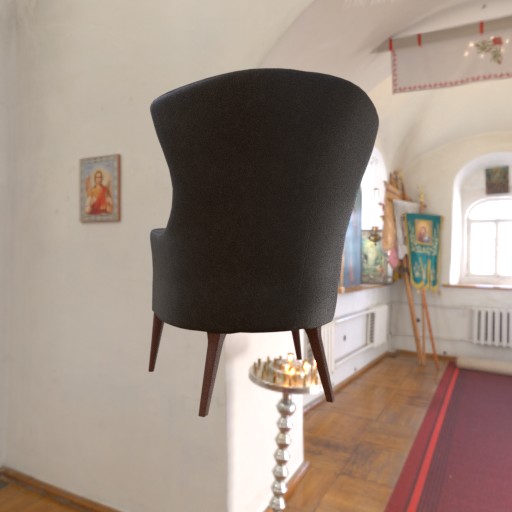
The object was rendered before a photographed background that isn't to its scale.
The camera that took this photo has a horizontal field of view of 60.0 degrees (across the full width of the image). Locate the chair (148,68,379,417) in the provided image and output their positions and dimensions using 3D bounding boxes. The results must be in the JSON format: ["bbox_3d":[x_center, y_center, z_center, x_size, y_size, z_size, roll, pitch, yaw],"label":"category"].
[{"bbox_3d":[0.000,0.000,1.711,0.819,1.068,0.954,0,1,-17],"label":"chair"}]
